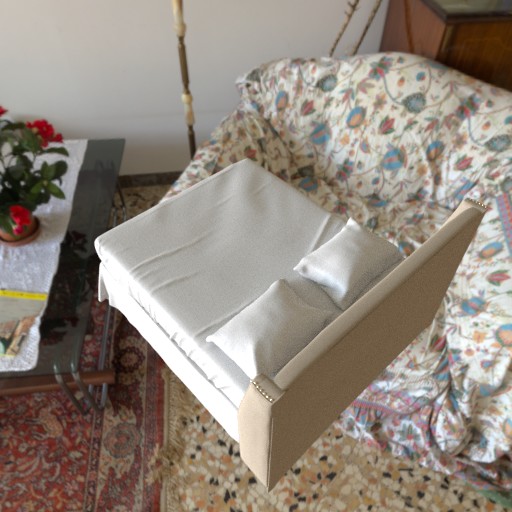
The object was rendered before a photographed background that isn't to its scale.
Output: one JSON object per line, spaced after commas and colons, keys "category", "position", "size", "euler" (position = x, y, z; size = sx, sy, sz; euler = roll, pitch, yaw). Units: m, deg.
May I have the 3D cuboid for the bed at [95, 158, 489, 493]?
{"category": "bed", "position": [0.000, 0.000, 3.358], "size": [1.925, 1.332, 2.276], "euler": [-34, 56, -28]}
